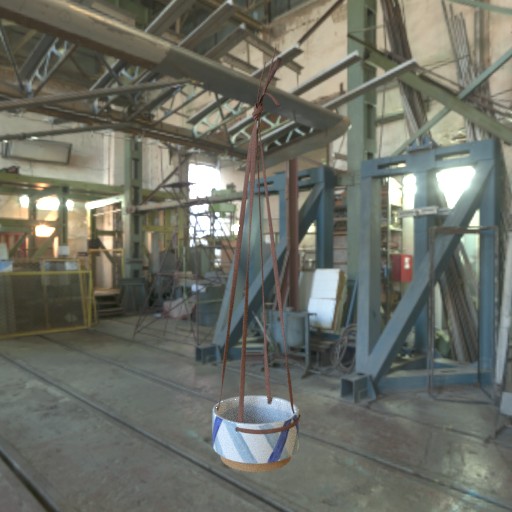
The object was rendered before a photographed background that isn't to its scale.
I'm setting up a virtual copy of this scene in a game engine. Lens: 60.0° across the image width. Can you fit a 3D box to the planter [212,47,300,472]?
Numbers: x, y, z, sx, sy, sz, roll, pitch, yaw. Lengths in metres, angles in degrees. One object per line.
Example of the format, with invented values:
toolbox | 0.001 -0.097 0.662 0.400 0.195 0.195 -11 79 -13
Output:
planter | 0.000 0.000 0.836 0.166 0.751 0.166 0 0 0
